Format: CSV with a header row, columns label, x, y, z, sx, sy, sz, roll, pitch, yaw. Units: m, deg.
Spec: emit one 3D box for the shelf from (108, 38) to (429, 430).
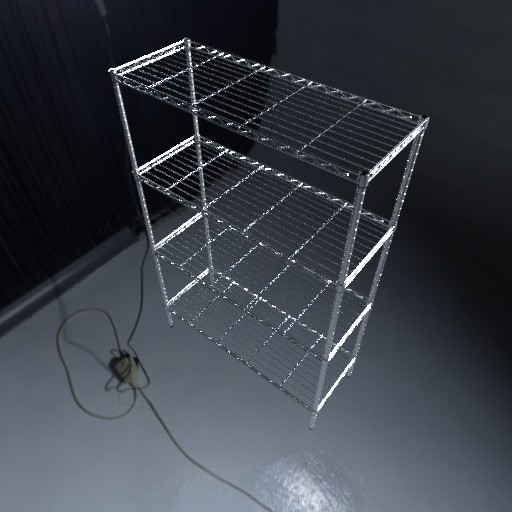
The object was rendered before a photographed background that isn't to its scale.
label,x,y,z,sx,sy,sz,roll,pitch,yaw
shelf,0.000,0.000,1.762,0.907,1.360,0.352,30,52,26
